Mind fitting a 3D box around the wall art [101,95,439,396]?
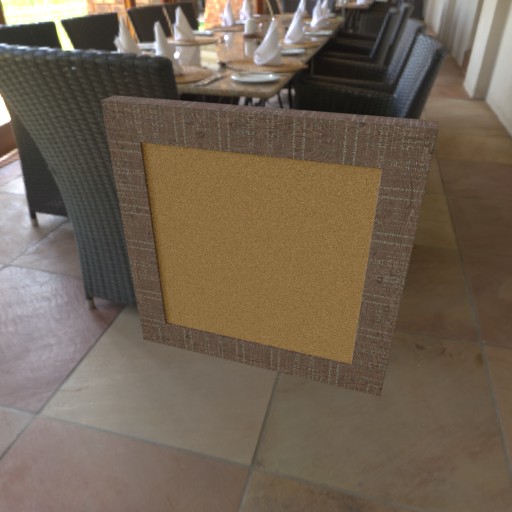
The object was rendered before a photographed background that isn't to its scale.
[{"bbox_3d":[0.000,0.000,0.824,0.531,0.531,0.040,10,33,15],"label":"wall art"}]
